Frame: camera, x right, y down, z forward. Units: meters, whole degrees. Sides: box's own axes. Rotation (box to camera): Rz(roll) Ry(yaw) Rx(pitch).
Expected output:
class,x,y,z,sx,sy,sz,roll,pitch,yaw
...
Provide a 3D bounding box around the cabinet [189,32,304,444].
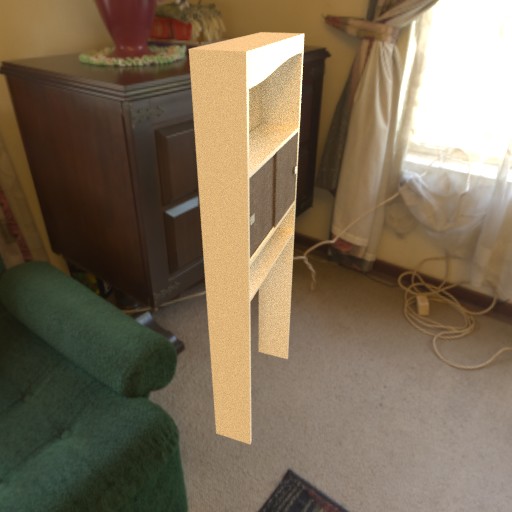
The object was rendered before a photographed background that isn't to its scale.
class,x,y,z,sx,sy,sz,roll,pitch,yaw
cabinet,0.000,0.000,2.014,0.192,1.770,0.643,11,33,17
